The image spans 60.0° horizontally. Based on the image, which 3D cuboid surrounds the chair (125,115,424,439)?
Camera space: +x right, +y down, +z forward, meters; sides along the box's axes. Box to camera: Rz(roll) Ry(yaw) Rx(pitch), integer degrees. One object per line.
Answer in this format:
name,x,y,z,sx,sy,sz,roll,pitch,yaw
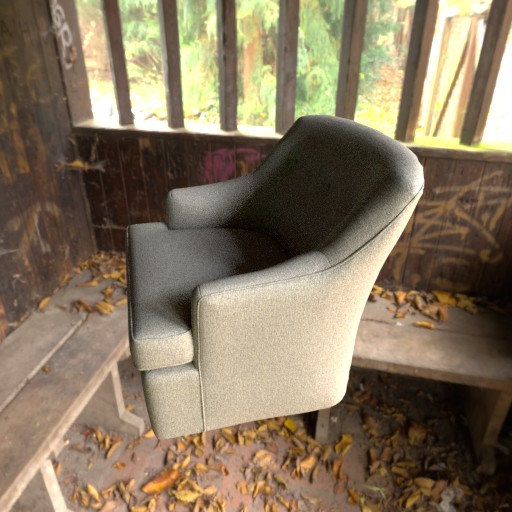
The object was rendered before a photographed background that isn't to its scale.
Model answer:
chair,0.000,0.000,1.608,0.923,0.856,0.864,-8,30,-13
